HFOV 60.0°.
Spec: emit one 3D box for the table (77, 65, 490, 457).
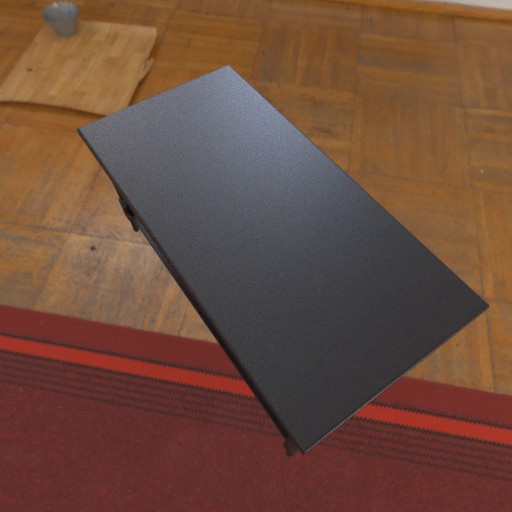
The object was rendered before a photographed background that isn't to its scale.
[{"bbox_3d":[0.000,0.000,1.396,0.550,0.510,1.107,-31,63,-18],"label":"table"}]
